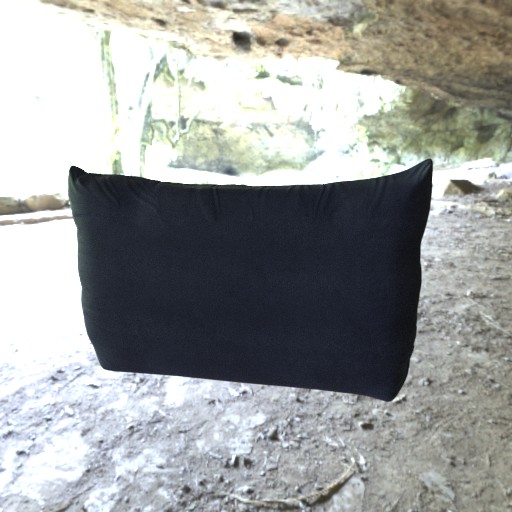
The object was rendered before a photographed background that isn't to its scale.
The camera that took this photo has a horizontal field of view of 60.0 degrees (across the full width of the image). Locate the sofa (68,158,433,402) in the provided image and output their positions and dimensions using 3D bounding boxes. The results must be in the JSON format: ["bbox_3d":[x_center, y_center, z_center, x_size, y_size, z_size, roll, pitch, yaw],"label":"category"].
[{"bbox_3d":[0.000,0.000,1.717,1.122,0.778,0.849,3,15,10],"label":"sofa"}]
